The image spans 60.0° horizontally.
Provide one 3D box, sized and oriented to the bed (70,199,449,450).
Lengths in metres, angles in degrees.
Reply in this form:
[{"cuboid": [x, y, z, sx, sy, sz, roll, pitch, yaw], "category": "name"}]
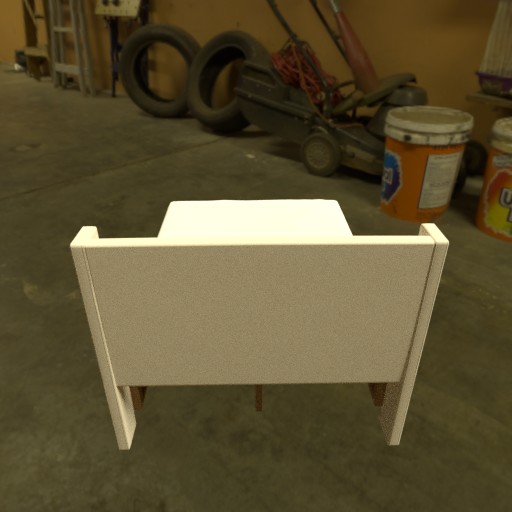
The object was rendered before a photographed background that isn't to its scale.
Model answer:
[{"cuboid": [0.000, 0.000, 3.395, 1.765, 1.471, 2.280, -1, 30, -1], "category": "bed"}]
